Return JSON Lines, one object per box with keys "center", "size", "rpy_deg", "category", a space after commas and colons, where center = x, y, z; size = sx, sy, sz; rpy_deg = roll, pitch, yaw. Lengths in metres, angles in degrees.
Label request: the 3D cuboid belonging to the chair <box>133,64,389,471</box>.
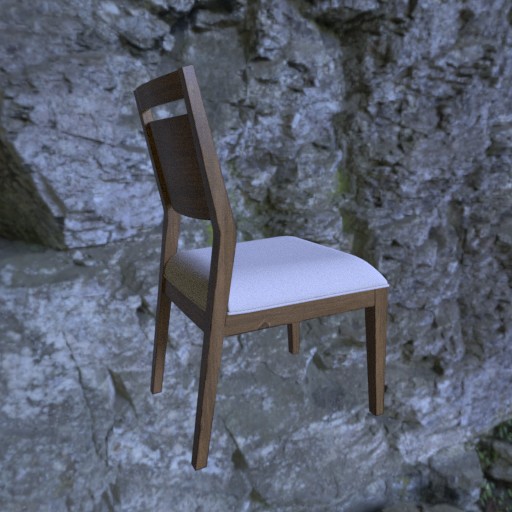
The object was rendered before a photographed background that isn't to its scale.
{"center": [0.000, 0.000, 1.297], "size": [0.610, 0.939, 0.497], "rpy_deg": [-7, 15, -27], "category": "chair"}
